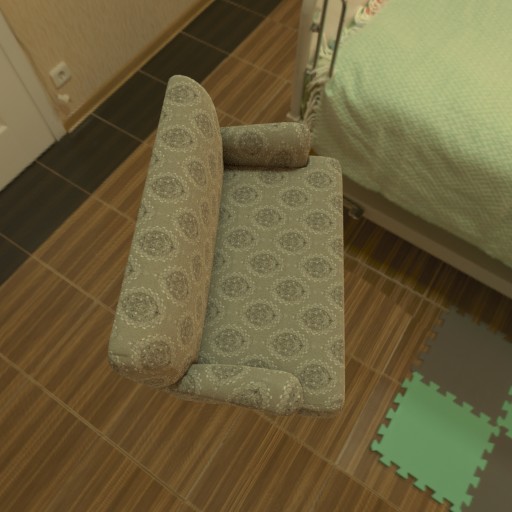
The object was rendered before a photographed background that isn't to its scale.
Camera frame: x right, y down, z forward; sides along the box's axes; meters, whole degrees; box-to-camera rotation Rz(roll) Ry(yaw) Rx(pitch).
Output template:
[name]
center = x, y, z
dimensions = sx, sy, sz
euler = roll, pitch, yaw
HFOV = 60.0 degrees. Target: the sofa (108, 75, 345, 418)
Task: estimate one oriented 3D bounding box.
[sofa]
center = 0.000, 0.000, 1.889
dimensions = 0.779, 0.889, 1.297
euler = 4, 64, 2
